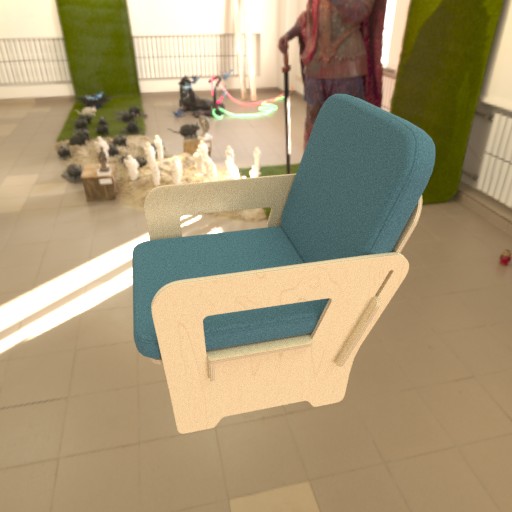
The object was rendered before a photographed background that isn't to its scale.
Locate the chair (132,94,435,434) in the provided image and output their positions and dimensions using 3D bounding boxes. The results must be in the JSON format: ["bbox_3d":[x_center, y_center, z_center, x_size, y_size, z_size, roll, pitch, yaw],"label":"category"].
[{"bbox_3d":[0.000,0.000,1.186,0.657,0.747,0.547,-7,32,-12],"label":"chair"}]
